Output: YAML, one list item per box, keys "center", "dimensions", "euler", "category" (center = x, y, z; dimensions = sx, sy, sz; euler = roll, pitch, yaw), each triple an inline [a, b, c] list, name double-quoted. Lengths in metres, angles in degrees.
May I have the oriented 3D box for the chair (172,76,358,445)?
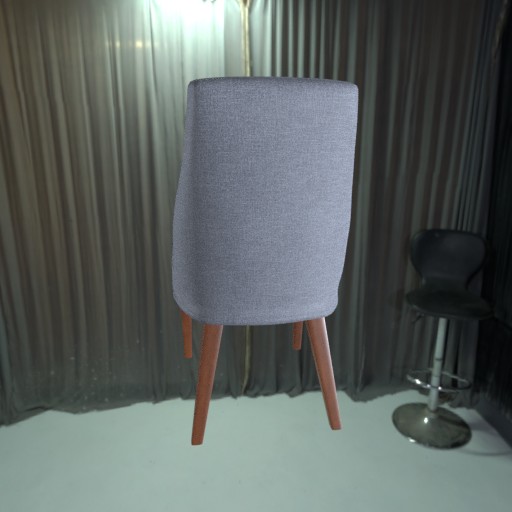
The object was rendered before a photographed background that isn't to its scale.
- center: [0.000, 0.000, 1.319]
  dimensions: [0.500, 0.930, 0.620]
  euler: [-2, 15, -9]
  category: "chair"
